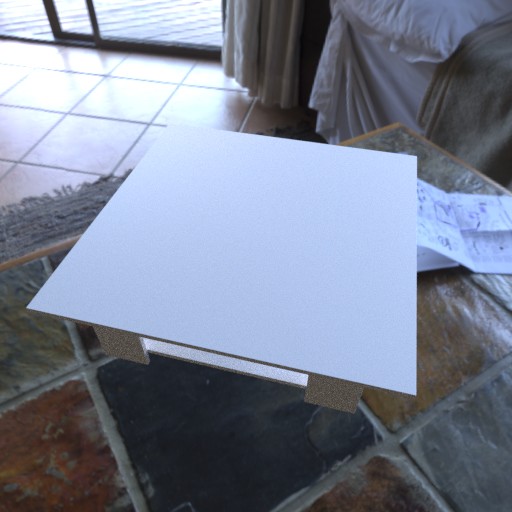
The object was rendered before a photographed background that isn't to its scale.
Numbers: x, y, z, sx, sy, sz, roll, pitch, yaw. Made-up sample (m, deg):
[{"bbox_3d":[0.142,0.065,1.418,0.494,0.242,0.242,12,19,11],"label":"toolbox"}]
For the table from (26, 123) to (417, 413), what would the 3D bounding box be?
[{"bbox_3d":[0.000,0.000,1.375,0.890,0.305,0.890,10,46,10],"label":"table"}]
